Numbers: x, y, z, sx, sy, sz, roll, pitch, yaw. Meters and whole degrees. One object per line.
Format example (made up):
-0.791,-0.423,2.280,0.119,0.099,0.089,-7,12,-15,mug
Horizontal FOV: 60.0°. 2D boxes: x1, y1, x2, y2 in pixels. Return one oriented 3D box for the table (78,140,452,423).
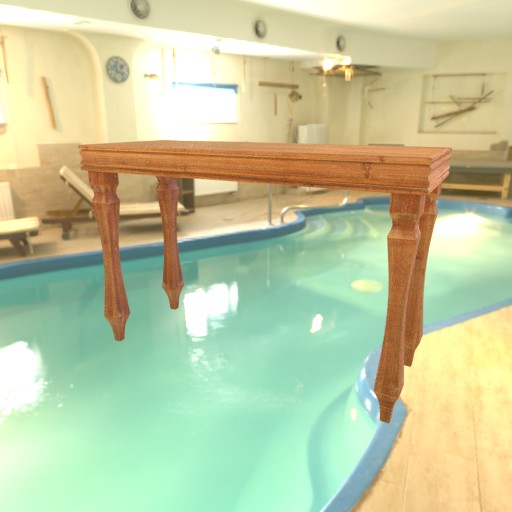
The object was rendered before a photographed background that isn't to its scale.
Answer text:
0.000,0.000,1.811,1.330,0.873,0.522,9,19,27,table
